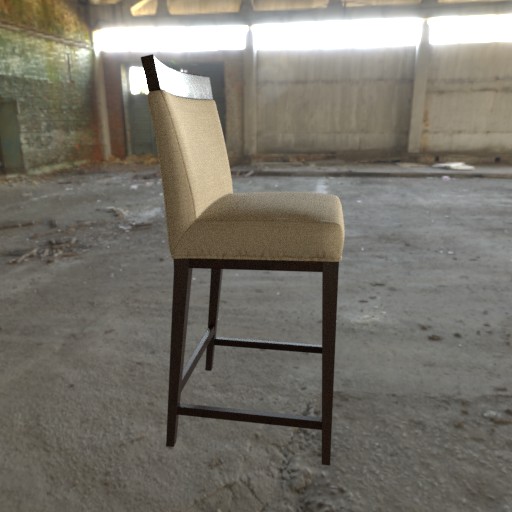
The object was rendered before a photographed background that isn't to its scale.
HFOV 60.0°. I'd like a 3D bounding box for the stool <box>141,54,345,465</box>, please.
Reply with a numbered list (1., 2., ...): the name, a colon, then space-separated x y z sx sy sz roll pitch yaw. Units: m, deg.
1. stool: 0.000 0.000 1.407 0.531 1.117 0.511 3 17 9
